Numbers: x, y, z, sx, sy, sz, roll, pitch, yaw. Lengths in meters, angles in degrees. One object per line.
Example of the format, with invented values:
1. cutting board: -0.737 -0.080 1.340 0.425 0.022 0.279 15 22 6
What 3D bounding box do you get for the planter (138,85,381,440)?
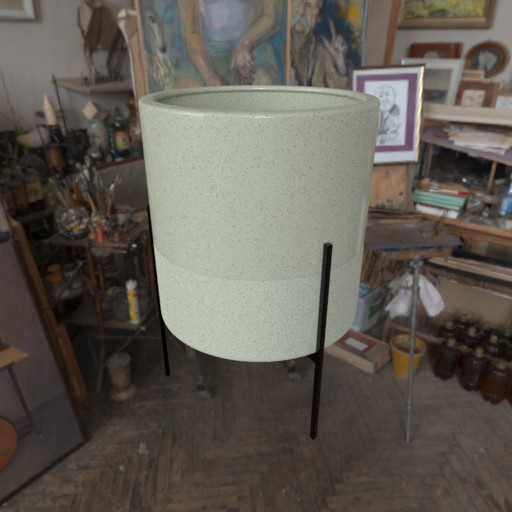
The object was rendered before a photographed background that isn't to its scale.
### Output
1. planter: 0.000 0.000 0.693 0.323 0.475 0.314 0 26 0
